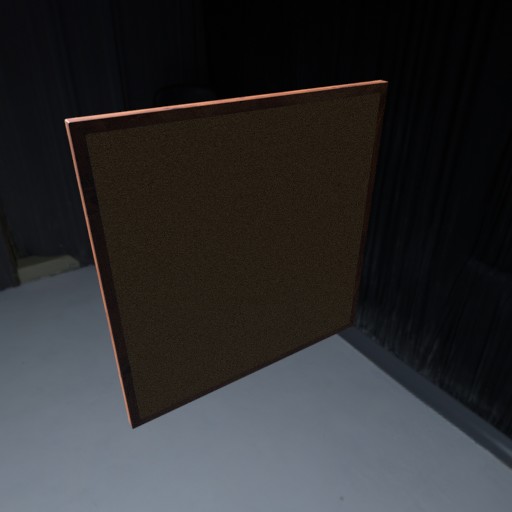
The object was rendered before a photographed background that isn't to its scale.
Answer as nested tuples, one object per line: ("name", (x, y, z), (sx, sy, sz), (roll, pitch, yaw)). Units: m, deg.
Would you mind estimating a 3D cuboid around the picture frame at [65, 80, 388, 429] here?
("picture frame", (0.000, 0.000, 1.190), (0.810, 0.817, 0.029), (-18, 35, -28))
